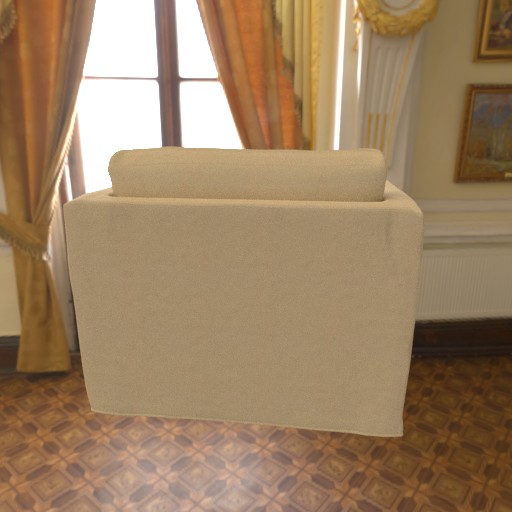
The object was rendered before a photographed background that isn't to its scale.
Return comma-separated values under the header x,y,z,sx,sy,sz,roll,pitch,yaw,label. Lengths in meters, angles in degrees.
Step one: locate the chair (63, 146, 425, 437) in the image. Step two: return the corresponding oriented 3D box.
x,y,z,sx,sy,sz,roll,pitch,yaw,label
0.000,0.000,1.733,1.057,0.851,0.947,2,16,7,chair
